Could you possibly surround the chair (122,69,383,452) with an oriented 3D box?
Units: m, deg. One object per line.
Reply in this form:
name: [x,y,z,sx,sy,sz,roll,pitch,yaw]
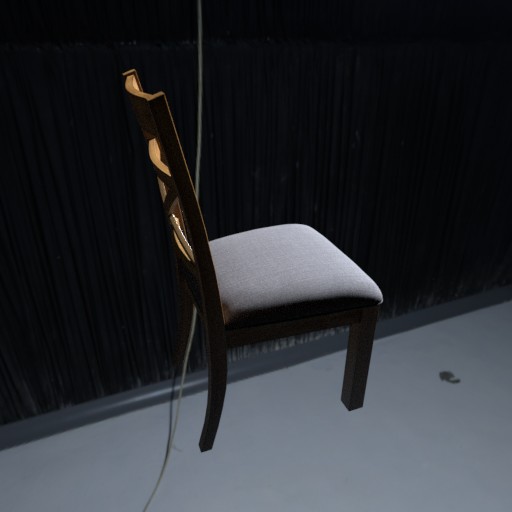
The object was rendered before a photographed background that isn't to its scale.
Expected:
chair: [0.000,0.000,1.242,0.581,0.949,0.470,-10,30,-18]
